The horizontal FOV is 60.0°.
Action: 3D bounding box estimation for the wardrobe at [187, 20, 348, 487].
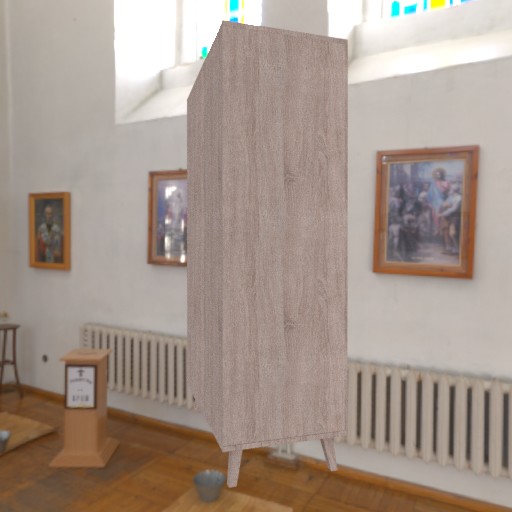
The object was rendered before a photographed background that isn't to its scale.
[{"bbox_3d":[0.000,0.000,2.403,0.600,1.960,1.000,0,0,-17],"label":"wardrobe"}]
